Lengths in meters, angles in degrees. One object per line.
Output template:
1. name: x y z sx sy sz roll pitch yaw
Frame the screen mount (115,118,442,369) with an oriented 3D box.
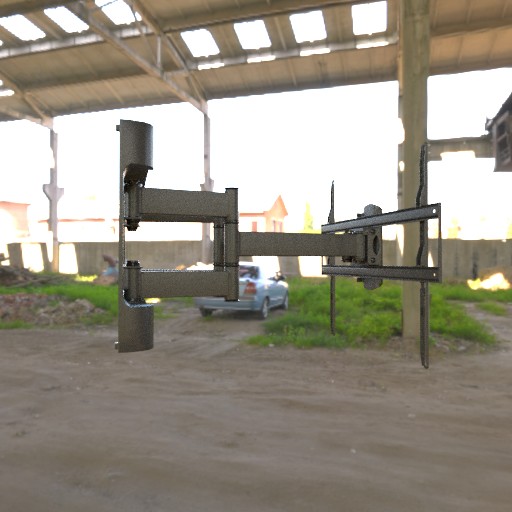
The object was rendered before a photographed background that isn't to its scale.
1. screen mount: 0.000 0.000 0.939 0.556 0.424 0.571 0 -1 -16
